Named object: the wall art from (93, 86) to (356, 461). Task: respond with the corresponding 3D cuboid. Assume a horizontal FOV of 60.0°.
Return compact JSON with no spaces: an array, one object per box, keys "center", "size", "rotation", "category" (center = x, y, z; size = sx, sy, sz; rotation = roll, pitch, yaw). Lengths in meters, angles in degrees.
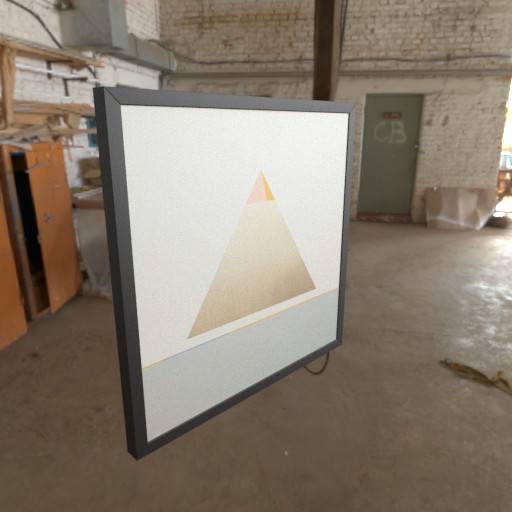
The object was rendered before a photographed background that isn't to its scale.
[{"center":[0.000,0.000,0.756],"size":[0.513,0.511,0.028],"rotation":[-15,22,-42],"category":"wall art"}]
